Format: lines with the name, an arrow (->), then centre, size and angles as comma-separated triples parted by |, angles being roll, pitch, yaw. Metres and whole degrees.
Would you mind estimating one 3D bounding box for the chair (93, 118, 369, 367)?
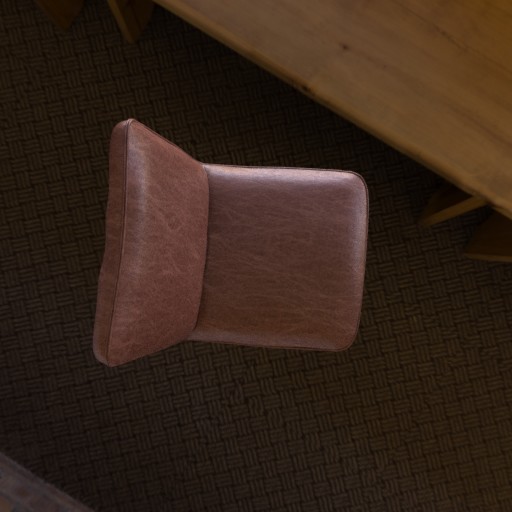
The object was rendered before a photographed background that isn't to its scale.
chair -> 0.000, 0.000, 1.242 | 0.645, 0.803, 0.543 | 0, 89, -1
